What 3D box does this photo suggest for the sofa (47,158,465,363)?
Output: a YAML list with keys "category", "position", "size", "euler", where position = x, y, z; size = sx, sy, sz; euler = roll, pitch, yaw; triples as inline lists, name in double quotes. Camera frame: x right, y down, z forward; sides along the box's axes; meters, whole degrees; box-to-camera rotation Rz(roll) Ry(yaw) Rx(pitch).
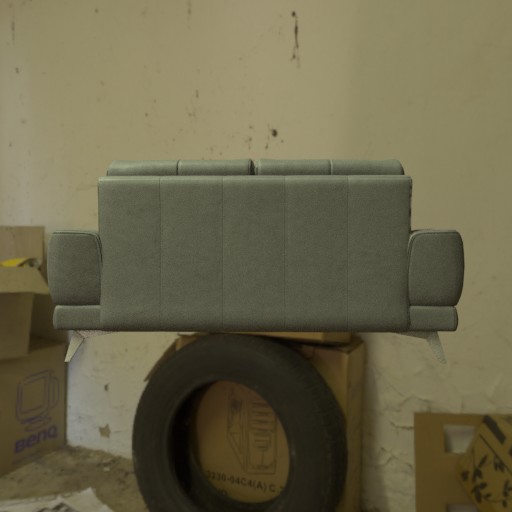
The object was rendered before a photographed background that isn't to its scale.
- category: "sofa"
  position: [0.000, 0.000, 2.362]
  size: [1.806, 0.907, 1.018]
  euler: [0, 0, 1]
